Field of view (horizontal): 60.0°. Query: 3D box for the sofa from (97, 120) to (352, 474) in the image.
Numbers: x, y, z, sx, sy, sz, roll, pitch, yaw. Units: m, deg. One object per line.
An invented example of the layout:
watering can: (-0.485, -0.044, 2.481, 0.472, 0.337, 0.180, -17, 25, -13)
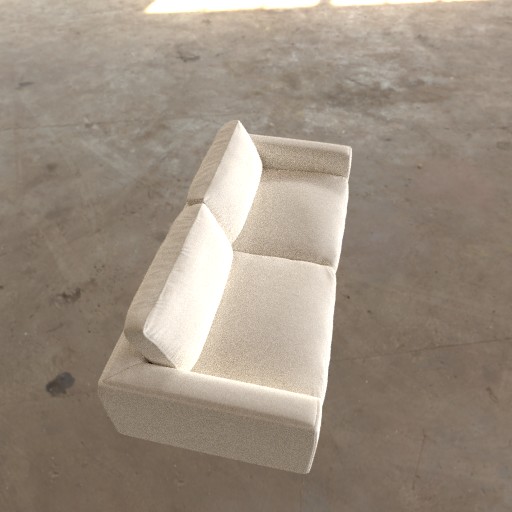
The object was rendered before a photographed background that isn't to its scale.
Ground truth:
sofa: (0.000, 0.000, 2.814, 1.070, 0.801, 2.262, 9, 48, 8)
